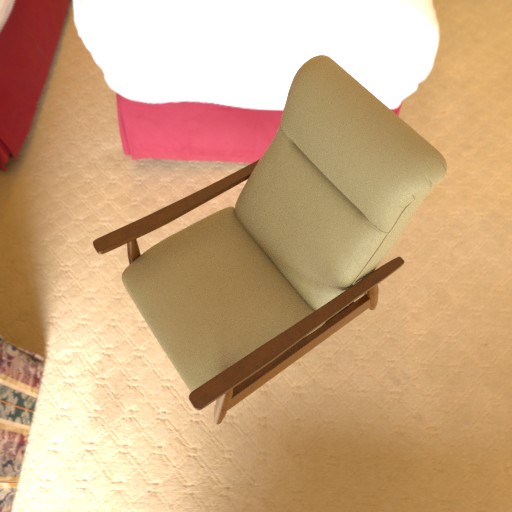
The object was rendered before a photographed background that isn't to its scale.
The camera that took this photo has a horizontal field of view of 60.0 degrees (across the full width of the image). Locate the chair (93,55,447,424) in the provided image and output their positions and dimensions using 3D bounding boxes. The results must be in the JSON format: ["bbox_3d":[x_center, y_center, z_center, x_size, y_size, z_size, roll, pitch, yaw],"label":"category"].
[{"bbox_3d":[0.000,0.000,1.769,1.014,1.082,0.762,-32,67,-15],"label":"chair"}]
